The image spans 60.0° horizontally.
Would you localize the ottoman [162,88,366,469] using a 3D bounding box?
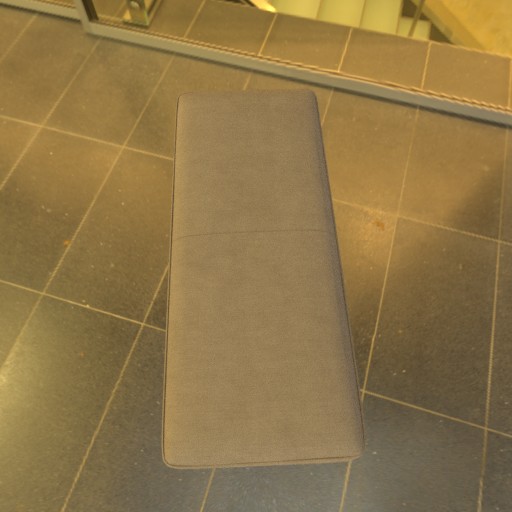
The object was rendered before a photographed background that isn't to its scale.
[{"bbox_3d":[0.000,0.000,2.054,0.751,0.470,1.764,-2,64,-1],"label":"ottoman"}]
